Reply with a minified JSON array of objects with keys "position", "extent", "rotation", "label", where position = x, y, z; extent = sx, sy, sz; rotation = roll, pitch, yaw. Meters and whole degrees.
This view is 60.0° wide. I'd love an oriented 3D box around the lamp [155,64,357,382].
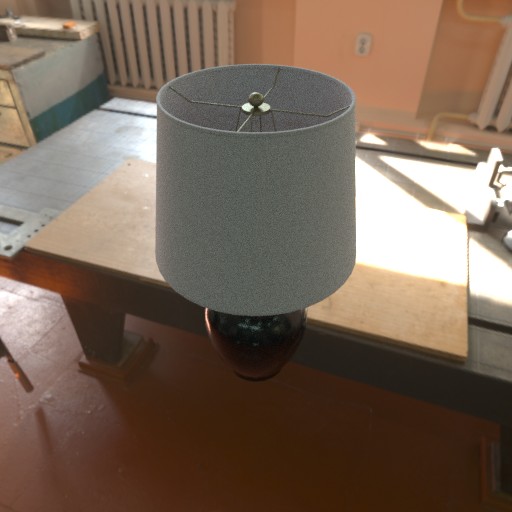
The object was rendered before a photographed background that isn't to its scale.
[{"position":[0.000,0.000,0.547],"extent":[0.239,0.399,0.239],"rotation":[0,39,0],"label":"lamp"}]
